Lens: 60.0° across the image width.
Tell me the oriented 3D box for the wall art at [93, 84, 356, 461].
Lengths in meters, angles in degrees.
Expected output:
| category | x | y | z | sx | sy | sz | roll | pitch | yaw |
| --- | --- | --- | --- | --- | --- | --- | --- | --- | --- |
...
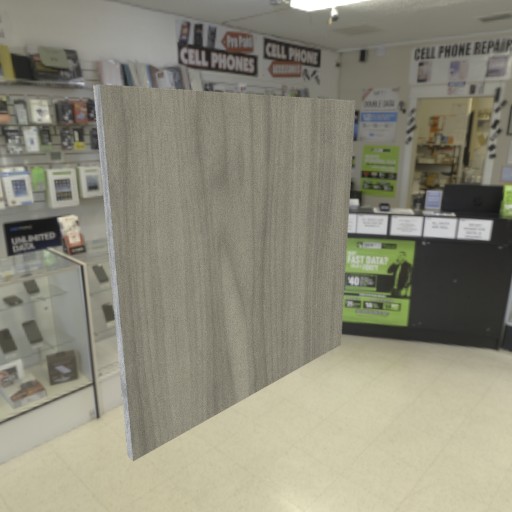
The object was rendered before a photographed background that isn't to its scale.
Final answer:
| category | x | y | z | sx | sy | sz | roll | pitch | yaw |
| --- | --- | --- | --- | --- | --- | --- | --- | --- | --- |
| wall art | 0.000 | 0.000 | 0.740 | 0.508 | 0.507 | 0.016 | -15 | 22 | -42 |
